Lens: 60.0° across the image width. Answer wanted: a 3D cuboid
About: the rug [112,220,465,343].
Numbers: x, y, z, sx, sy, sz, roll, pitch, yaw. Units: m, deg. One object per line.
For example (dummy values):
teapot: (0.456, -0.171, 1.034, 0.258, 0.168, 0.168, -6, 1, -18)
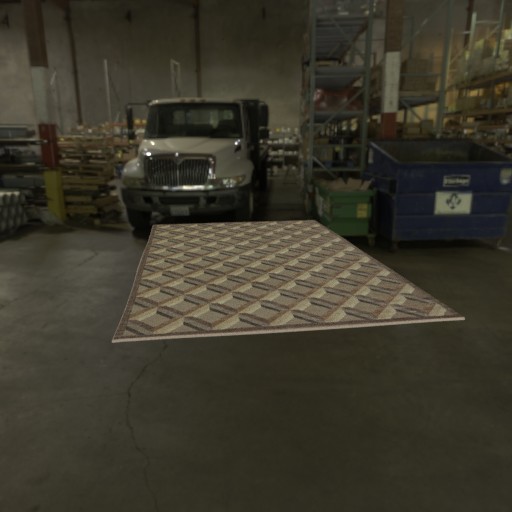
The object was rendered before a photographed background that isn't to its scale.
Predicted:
rug: (0.000, 0.000, 2.099, 1.066, 0.011, 1.677, -2, 15, -8)
